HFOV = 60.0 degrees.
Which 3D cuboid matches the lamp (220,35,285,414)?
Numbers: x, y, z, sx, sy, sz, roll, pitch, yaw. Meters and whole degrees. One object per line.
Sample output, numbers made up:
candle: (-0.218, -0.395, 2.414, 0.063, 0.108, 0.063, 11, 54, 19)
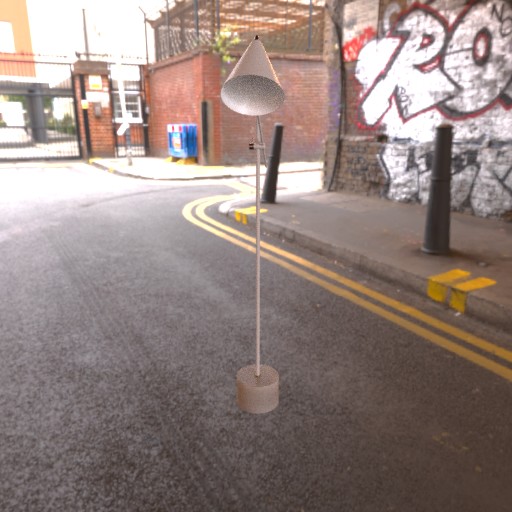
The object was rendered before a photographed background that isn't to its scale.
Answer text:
lamp: (0.000, 0.000, 1.606, 0.223, 1.430, 0.508, 3, 17, 9)
